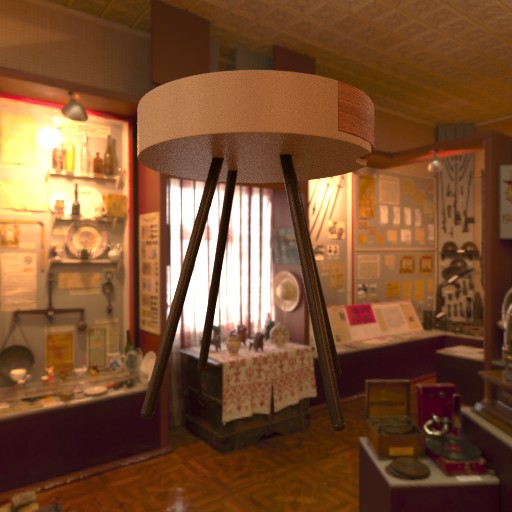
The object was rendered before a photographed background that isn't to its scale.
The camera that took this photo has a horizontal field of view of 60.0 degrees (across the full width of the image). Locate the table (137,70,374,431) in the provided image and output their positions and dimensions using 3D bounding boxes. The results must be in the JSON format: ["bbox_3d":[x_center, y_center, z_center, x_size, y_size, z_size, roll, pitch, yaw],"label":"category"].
[{"bbox_3d":[0.000,0.000,0.841,0.450,0.525,0.450,0,0,0],"label":"table"}]
